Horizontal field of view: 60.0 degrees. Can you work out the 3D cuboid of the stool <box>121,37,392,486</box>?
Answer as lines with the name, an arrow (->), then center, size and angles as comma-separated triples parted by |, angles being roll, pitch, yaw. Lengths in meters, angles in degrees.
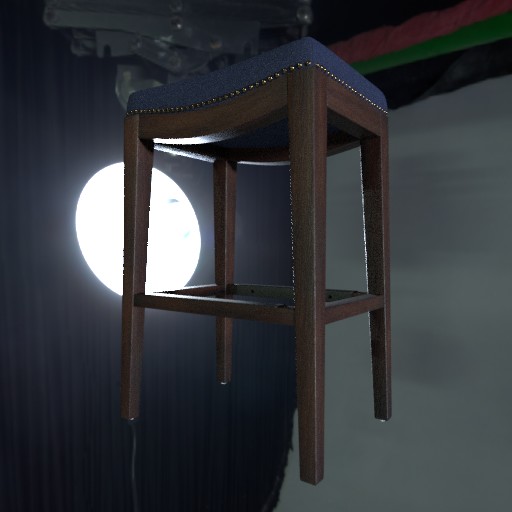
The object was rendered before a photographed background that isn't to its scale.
stool -> 0.000, 0.000, 0.995 | 0.498, 0.740, 0.358 | 1, 1, 36
